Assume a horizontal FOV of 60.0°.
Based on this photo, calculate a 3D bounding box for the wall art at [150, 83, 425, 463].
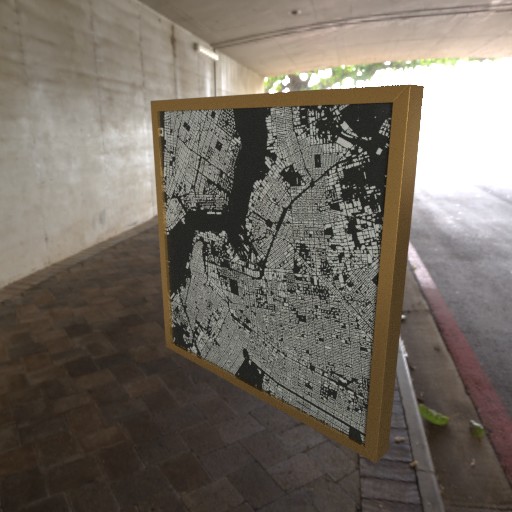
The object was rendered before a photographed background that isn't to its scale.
[{"bbox_3d":[0.000,0.000,0.446,0.305,0.305,0.023,15,22,41],"label":"wall art"}]
